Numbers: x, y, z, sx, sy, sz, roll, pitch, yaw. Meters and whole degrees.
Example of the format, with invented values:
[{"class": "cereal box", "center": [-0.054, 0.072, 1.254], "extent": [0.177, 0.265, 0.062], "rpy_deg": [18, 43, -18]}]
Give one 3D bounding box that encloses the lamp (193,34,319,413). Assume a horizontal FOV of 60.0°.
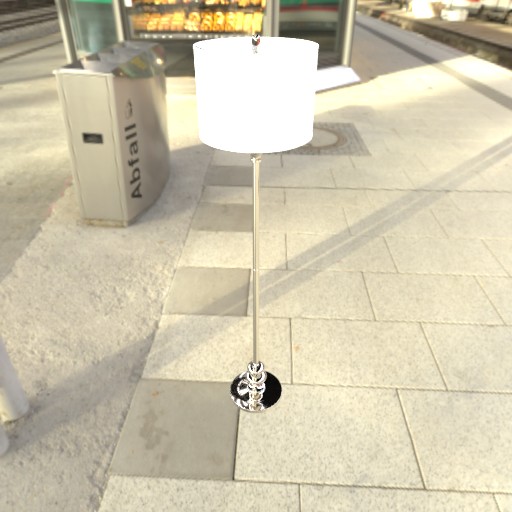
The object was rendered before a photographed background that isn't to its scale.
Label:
[{"class": "lamp", "center": [0.000, 0.000, 1.652], "extent": [0.356, 1.487, 0.356], "rpy_deg": [0, 32, 0]}]
